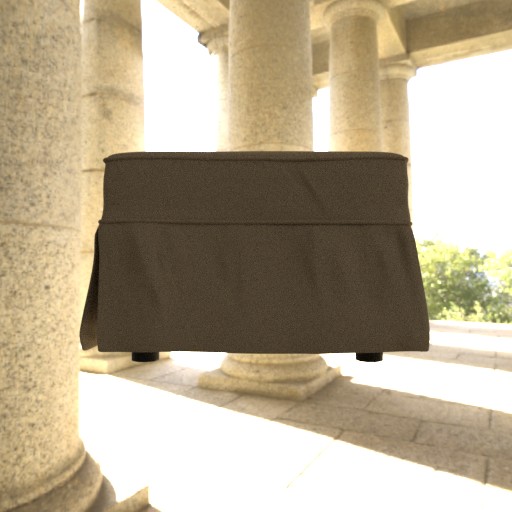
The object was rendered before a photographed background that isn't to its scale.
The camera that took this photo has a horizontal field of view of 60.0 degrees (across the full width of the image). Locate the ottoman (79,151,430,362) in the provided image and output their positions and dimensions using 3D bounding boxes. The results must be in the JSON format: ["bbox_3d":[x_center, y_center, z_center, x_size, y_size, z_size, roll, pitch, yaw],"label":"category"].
[{"bbox_3d":[0.000,0.000,1.338,0.721,0.482,0.959,0,-1,0],"label":"ottoman"}]
